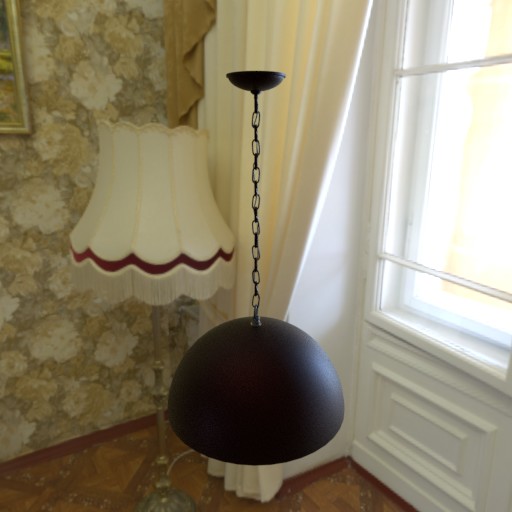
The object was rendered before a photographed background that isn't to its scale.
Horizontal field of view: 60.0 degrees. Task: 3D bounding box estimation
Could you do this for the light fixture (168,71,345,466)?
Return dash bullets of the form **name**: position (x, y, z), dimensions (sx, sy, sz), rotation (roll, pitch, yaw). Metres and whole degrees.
- **light fixture**: position (0.000, 0.000, 1.141), dimensions (0.492, 0.869, 0.492), rotation (3, 16, 10)
